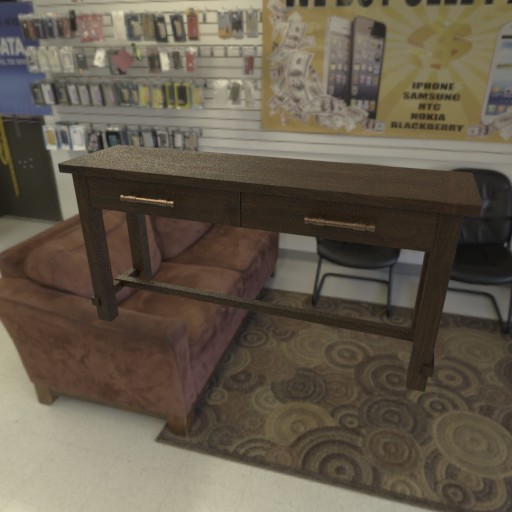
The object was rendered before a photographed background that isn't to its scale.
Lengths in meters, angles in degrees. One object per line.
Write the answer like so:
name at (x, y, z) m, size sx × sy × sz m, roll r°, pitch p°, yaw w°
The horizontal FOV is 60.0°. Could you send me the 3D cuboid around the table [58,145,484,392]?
table at (0.000, 0.000, 1.907) m, size 1.599 × 0.762 × 0.442 m, roll 9°, pitch 27°, yaw 18°
